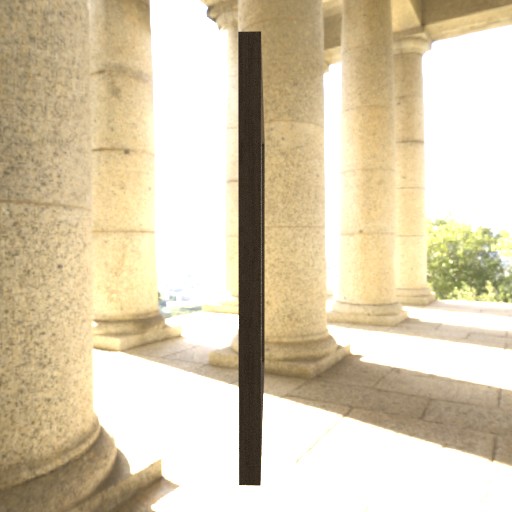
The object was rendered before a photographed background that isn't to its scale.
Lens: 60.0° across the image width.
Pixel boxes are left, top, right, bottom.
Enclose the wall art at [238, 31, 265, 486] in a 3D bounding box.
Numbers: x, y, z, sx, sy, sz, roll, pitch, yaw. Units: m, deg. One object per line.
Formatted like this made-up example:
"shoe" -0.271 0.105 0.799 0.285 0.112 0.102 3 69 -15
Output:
"wall art" 0.000 0.000 1.123 0.038 0.762 0.762 0 1 2
